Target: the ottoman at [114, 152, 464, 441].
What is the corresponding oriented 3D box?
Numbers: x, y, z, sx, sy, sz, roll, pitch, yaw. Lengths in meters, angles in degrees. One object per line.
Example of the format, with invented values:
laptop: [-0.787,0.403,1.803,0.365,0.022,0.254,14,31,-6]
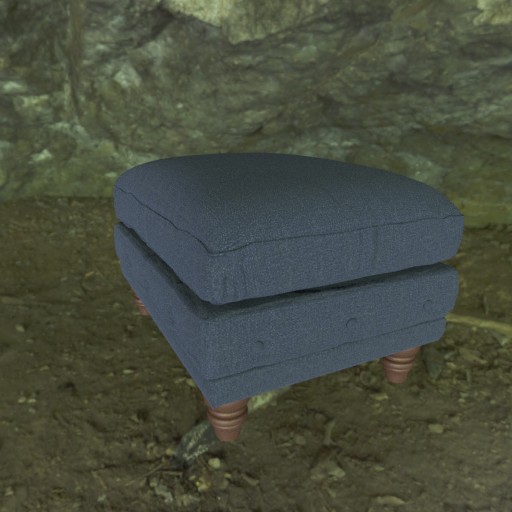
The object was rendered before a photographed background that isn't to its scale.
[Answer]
ottoman: [0.000,0.000,1.104,0.558,0.486,0.767,-9,19,-26]
